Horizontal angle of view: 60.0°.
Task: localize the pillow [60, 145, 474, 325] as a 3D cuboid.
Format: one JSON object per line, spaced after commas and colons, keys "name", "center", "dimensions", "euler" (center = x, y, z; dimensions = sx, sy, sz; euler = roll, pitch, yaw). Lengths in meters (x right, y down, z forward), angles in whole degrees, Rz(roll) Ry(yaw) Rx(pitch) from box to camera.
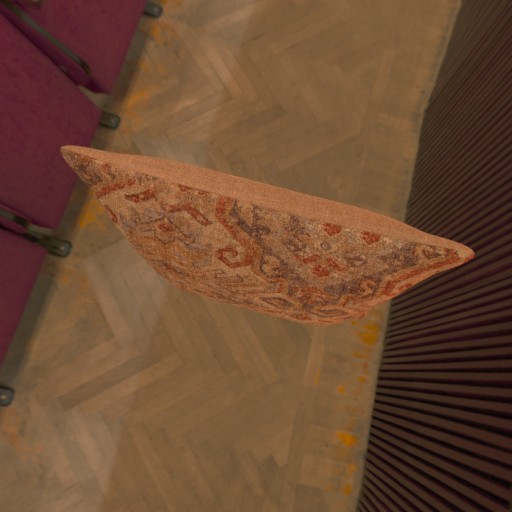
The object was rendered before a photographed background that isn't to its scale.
{"name": "pillow", "center": [0.000, 0.000, 0.772], "dimensions": [0.523, 0.506, 0.166], "euler": [15, 76, 4]}
